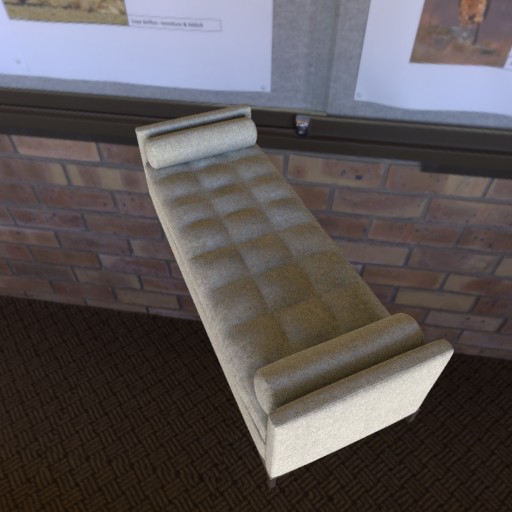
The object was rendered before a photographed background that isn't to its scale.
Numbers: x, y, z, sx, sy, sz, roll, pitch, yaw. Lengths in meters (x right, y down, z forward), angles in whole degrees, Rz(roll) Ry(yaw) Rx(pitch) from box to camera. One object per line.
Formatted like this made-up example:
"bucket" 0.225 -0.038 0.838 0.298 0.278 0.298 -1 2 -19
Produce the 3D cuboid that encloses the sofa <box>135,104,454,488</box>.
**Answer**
"sofa" 0.000 0.000 2.478 0.797 0.657 2.102 -18 50 -16
